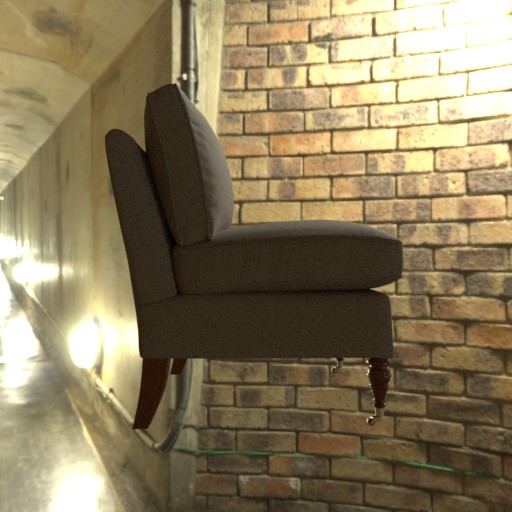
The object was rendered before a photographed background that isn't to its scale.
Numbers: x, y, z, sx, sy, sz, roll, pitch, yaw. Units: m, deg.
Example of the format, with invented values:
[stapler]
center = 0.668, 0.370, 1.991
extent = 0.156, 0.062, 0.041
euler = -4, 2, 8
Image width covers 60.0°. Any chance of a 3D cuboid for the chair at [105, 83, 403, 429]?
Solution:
[chair]
center = 0.000, 0.000, 1.670
extent = 0.924, 1.045, 0.724
euler = 0, 0, -1
